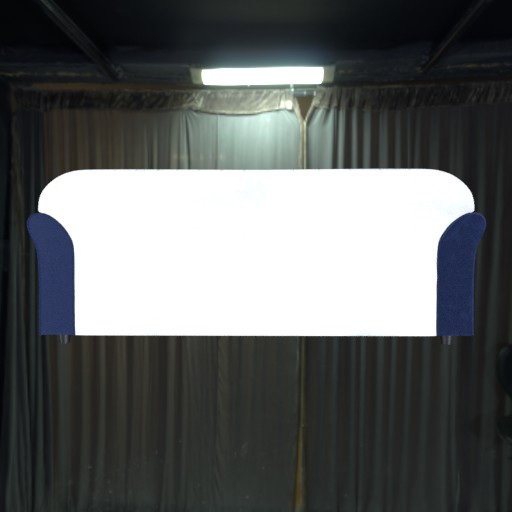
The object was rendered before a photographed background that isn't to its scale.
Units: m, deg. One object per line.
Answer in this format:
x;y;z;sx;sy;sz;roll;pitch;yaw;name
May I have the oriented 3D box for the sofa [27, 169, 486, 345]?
0.000;0.000;2.309;2.006;0.789;0.749;0;1;1;sofa
